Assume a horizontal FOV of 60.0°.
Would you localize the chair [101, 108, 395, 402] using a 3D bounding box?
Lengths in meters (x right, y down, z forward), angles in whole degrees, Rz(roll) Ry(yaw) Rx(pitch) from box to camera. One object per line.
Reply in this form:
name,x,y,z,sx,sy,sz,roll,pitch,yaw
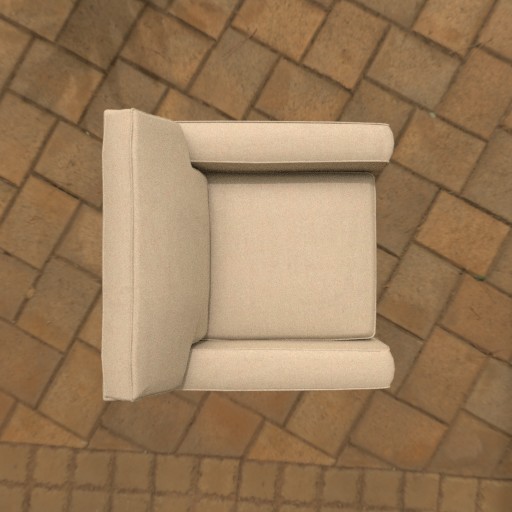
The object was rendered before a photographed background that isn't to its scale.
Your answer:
chair,0.000,0.000,1.782,1.043,0.913,0.998,0,89,-1
